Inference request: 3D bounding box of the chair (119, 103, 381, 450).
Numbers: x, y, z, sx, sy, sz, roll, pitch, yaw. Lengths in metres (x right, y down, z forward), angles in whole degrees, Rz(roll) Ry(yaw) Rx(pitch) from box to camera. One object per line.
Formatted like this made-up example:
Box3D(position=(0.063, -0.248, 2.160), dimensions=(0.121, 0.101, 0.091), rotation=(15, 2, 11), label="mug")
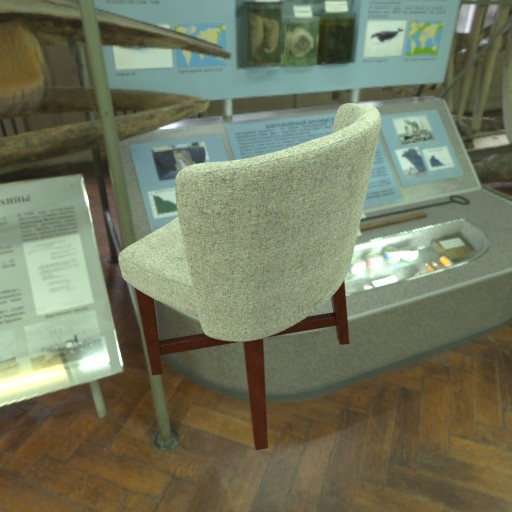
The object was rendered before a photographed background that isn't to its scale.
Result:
Box3D(position=(0.000, 0.000, 1.300), dimensions=(0.575, 0.827, 0.728), rotation=(20, 36, 30), label="chair")
